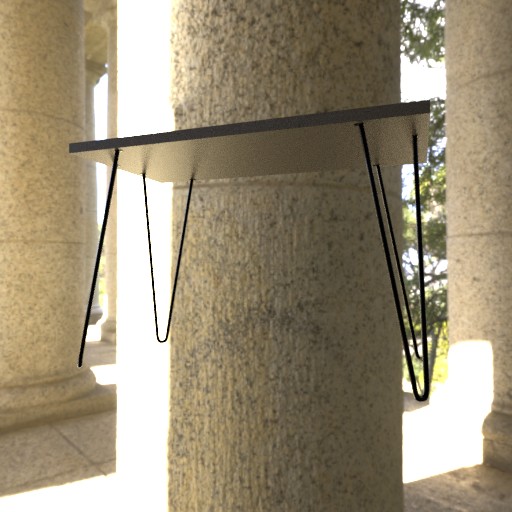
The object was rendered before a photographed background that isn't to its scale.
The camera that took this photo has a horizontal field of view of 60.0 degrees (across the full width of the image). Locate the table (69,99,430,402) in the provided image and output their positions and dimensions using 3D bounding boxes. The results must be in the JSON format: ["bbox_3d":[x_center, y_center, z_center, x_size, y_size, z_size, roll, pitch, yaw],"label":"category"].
[{"bbox_3d":[0.000,0.000,1.360,0.991,0.660,0.499,-1,-2,20],"label":"table"}]
